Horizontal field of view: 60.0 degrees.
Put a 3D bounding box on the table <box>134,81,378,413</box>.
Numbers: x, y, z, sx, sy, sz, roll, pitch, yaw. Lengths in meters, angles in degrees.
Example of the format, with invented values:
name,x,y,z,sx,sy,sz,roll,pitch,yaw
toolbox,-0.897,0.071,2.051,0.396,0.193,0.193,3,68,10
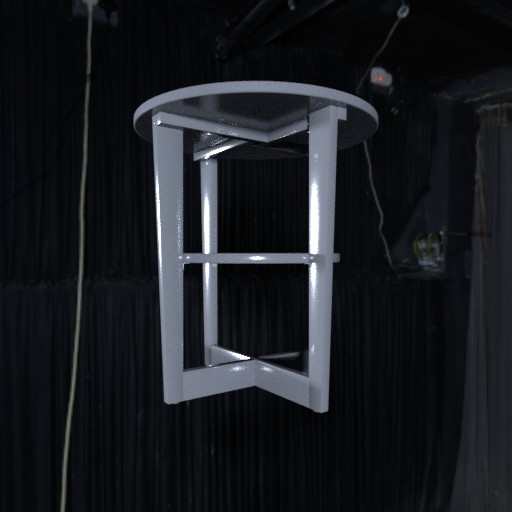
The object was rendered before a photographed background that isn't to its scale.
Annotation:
name,x,y,z,sx,sy,sz,roll,pitch,yaw
table,0.000,0.000,0.942,0.500,0.550,0.500,0,0,0
